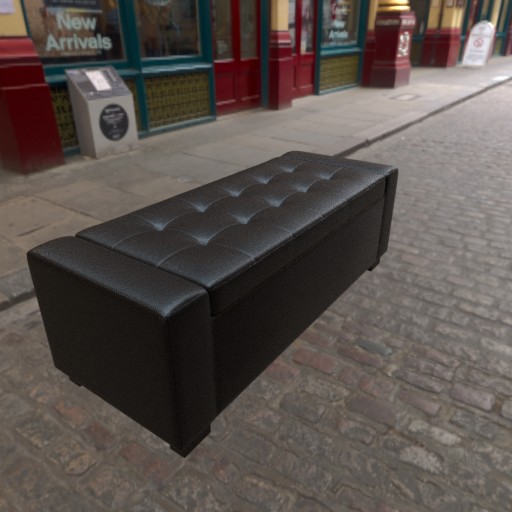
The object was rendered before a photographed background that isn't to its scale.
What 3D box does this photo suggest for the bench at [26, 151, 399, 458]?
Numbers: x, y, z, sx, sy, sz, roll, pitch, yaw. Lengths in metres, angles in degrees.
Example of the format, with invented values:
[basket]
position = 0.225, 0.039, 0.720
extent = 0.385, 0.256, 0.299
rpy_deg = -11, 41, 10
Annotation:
[bench]
position = 0.000, 0.000, 1.533
extent = 0.508, 0.445, 1.296
rpy_deg = 18, 32, 31
